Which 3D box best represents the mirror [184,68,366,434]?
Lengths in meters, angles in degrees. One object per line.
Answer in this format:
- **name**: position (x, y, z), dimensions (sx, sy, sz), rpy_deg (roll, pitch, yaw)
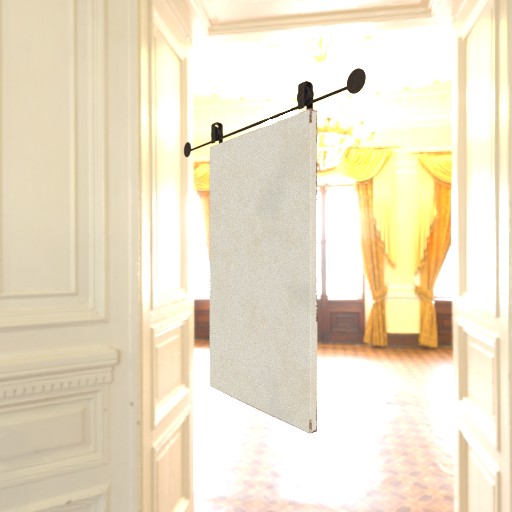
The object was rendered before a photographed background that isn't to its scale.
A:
- **mirror**: position (0.000, 0.000, 1.245), dimensions (0.037, 0.844, 0.808), rpy_deg (0, 0, -36)
